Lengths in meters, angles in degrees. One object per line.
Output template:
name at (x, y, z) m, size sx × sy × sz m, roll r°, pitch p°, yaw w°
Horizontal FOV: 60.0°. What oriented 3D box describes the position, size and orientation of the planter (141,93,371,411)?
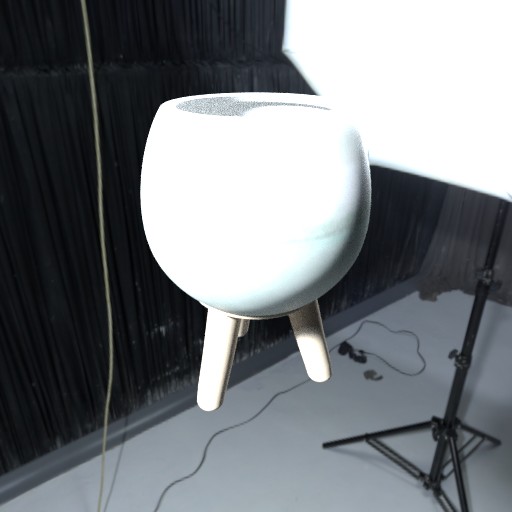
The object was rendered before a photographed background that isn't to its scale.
planter at (0.000, 0.000, 0.341) m, size 0.161 × 0.224 × 0.161 m, roll 0°, pitch 26°, yaw 0°
